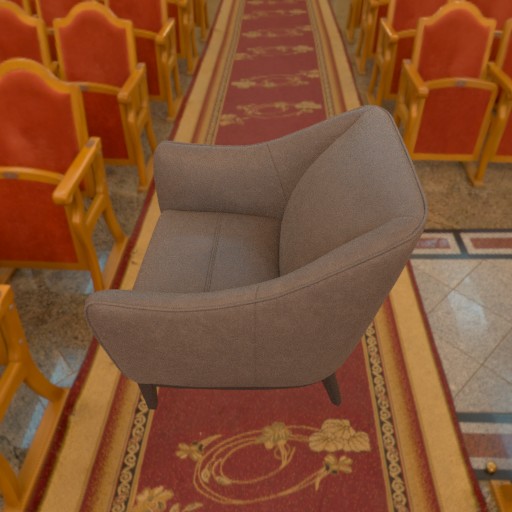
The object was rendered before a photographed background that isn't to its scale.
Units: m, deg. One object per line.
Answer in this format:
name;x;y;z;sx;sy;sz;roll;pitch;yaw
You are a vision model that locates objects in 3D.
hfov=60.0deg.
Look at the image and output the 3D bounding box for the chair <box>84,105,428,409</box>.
chair;0.000;0.000;1.518;0.852;0.830;0.871;2;42;2
